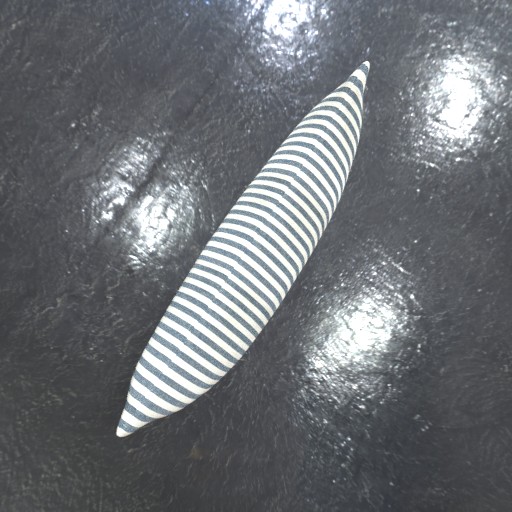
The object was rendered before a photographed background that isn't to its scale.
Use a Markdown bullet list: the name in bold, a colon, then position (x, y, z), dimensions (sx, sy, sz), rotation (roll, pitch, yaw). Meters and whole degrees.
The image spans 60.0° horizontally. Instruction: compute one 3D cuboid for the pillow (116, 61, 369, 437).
- **pillow**: position (0.000, 0.000, 0.732), dimensions (0.151, 0.295, 0.617), rotation (32, 79, 7)
